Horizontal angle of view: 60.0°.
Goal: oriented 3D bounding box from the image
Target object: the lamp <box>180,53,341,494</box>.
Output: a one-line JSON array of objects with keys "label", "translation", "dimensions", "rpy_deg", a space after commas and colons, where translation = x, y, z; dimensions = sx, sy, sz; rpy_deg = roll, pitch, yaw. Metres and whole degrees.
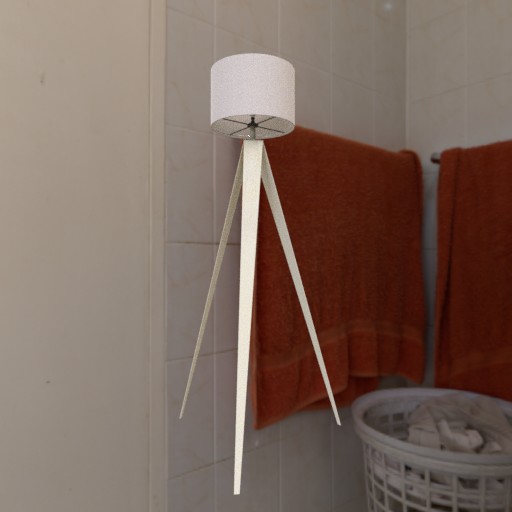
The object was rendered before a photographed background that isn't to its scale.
[{"label": "lamp", "translation": [0.000, 0.000, 1.913], "dimensions": [0.716, 1.524, 0.724], "rpy_deg": [0, 0, -37]}]
